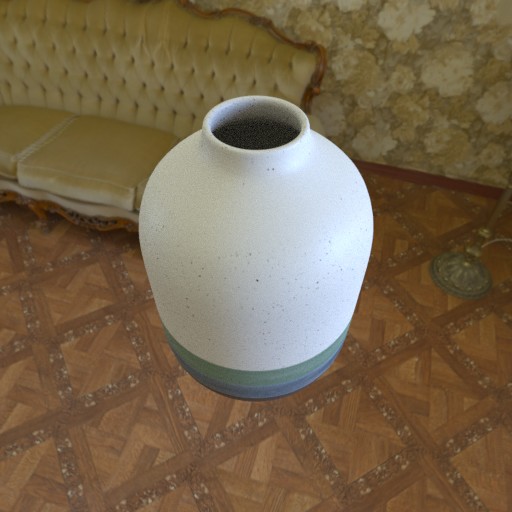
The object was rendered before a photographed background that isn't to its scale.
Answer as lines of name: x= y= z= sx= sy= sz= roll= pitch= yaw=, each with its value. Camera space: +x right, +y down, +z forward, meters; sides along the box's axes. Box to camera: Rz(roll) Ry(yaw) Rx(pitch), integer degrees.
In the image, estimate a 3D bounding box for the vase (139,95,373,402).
vase: x=0.000 y=0.000 z=0.353 sx=0.169 sy=0.240 sz=0.169 roll=0 pitch=48 yaw=0
